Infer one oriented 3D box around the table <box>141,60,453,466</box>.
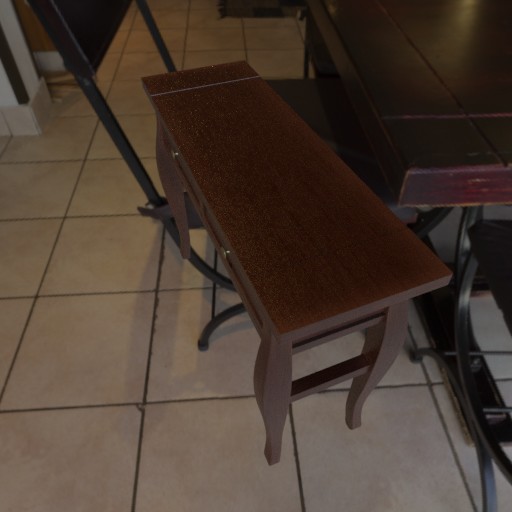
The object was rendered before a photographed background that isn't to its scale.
[{"bbox_3d":[0.000,0.000,1.395,0.373,0.768,1.062,-17,48,-16],"label":"table"}]
